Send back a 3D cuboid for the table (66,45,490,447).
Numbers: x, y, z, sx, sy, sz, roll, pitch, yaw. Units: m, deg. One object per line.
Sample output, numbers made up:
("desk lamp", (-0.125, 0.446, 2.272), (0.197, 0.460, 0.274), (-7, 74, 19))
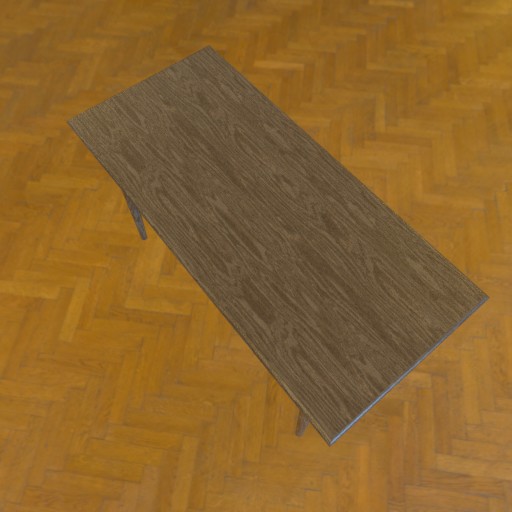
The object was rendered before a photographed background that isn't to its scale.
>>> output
("table", (0.000, 0.000, 1.698), (0.599, 0.780, 1.300), (-36, 69, -16))
